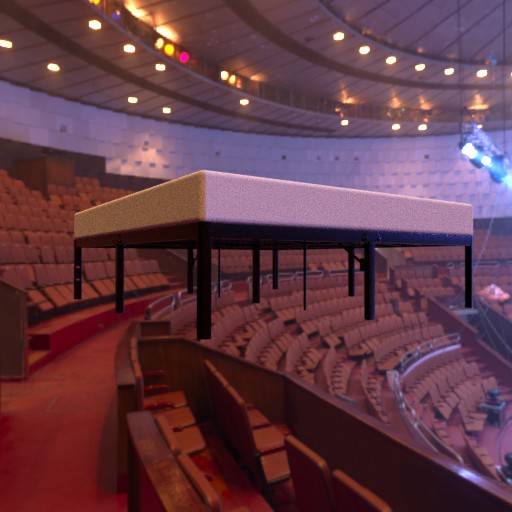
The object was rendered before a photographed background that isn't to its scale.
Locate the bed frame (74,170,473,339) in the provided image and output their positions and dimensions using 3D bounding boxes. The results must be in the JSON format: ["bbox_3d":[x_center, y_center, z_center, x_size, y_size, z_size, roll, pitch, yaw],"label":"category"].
[{"bbox_3d":[0.000,0.000,3.098,1.963,0.659,2.079,0,0,-35],"label":"bed frame"}]
